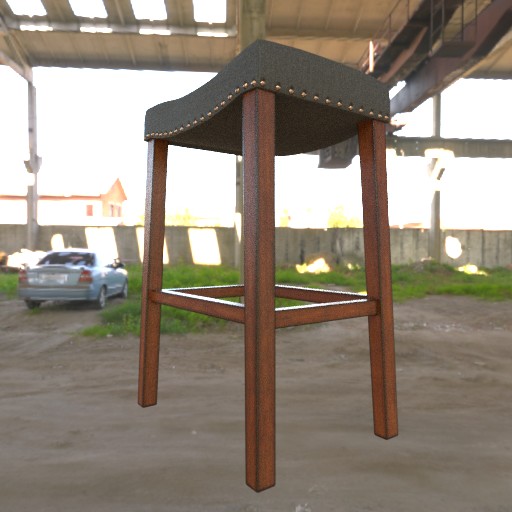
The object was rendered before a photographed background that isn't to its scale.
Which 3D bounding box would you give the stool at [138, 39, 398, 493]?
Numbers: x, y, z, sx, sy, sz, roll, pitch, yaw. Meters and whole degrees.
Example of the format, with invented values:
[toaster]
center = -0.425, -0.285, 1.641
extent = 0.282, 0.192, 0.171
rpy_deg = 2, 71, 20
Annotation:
[stool]
center = 0.000, 0.000, 1.008
extent = 0.366, 0.748, 0.502
rpy_deg = -1, 1, -36
